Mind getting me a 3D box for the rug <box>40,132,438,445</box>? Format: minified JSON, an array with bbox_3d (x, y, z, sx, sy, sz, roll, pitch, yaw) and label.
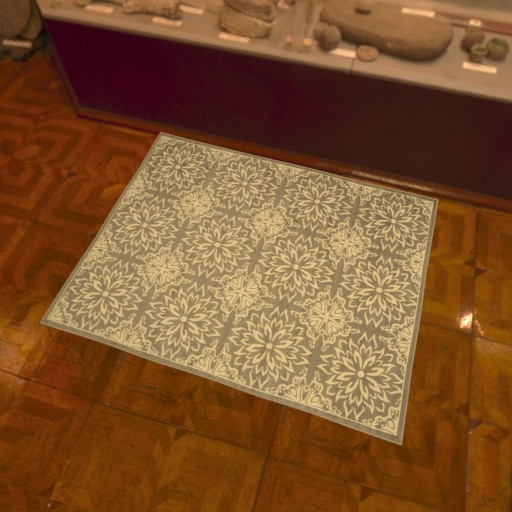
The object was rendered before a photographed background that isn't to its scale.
[{"bbox_3d":[0.000,0.000,4.002,2.980,0.012,2.363,16,60,10],"label":"rug"}]
